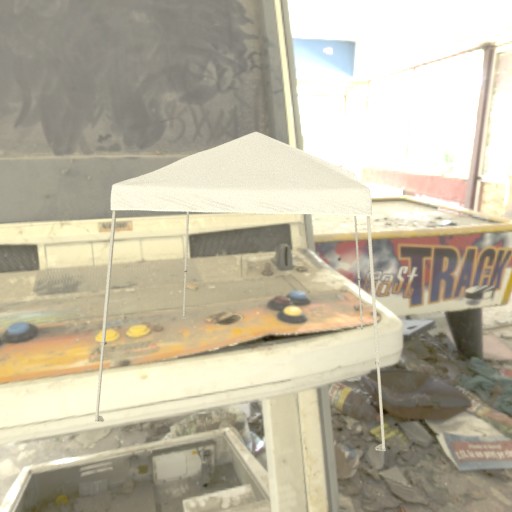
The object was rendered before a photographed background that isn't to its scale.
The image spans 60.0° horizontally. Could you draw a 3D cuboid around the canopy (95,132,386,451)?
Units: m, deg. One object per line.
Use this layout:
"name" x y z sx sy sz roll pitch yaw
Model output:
"canopy" 0.000 0.000 6.665 3.600 3.600 3.599 2 14 9
